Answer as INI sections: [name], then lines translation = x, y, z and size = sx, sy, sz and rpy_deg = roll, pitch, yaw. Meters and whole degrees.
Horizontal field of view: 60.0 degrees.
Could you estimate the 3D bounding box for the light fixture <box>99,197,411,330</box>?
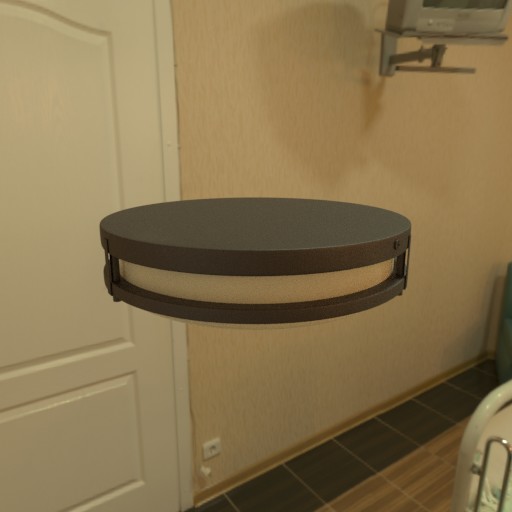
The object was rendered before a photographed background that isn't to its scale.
[light fixture]
translation = 0.000, 0.000, 0.543
size = 0.356, 0.102, 0.356
rpy_deg = 0, 14, 0
